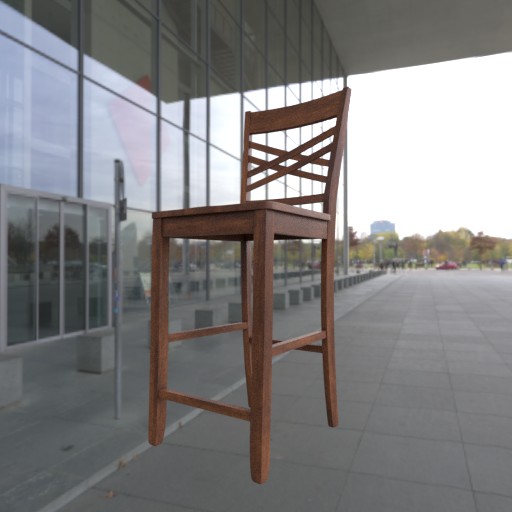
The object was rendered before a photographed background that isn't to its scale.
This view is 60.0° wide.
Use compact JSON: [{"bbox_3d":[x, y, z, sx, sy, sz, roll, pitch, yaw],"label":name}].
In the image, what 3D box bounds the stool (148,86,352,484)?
[{"bbox_3d":[0.000,0.000,1.369,0.426,1.098,0.504,0,-1,36],"label":"stool"}]
